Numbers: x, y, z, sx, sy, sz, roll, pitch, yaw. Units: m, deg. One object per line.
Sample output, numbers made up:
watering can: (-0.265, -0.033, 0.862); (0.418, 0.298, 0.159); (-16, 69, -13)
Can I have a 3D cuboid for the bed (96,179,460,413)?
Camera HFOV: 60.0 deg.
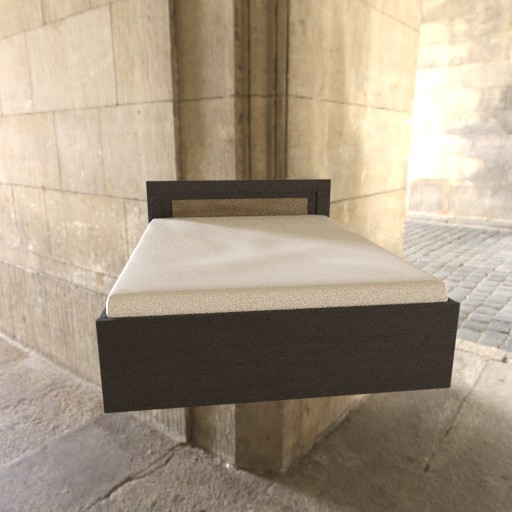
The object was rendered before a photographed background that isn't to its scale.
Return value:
bed: (0.000, 0.000, 2.896); (1.585, 0.823, 2.073); (-2, 14, -7)
